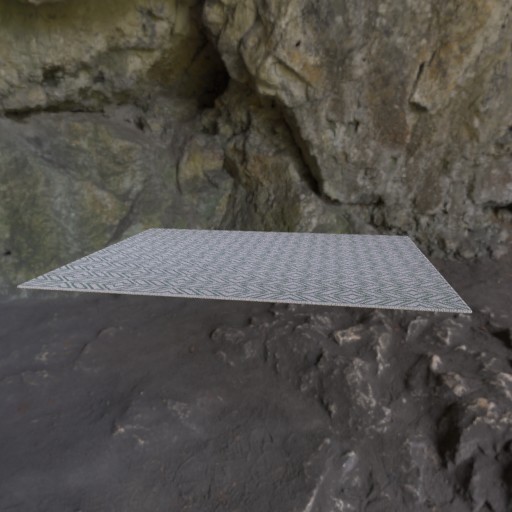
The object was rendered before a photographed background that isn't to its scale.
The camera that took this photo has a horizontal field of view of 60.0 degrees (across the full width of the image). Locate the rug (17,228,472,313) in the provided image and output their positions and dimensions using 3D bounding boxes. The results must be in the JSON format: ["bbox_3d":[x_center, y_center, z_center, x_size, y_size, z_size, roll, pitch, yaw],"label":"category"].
[{"bbox_3d":[0.000,0.000,4.071,3.050,0.017,2.441,2,14,9],"label":"rug"}]
